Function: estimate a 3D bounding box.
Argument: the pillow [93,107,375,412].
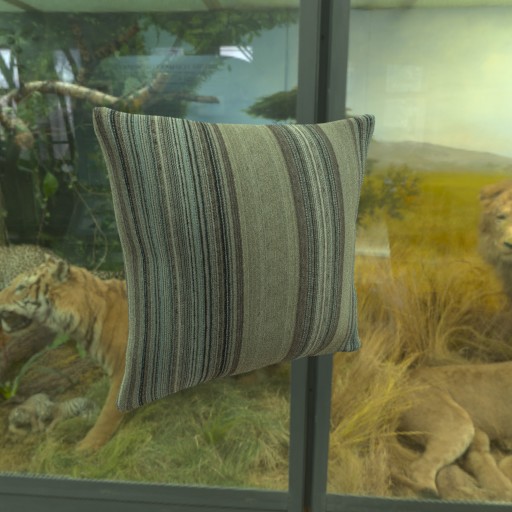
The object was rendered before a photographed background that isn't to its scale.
[{"bbox_3d":[0.000,0.000,0.665,0.435,0.416,0.189,-7,17,-26],"label":"pillow"}]
